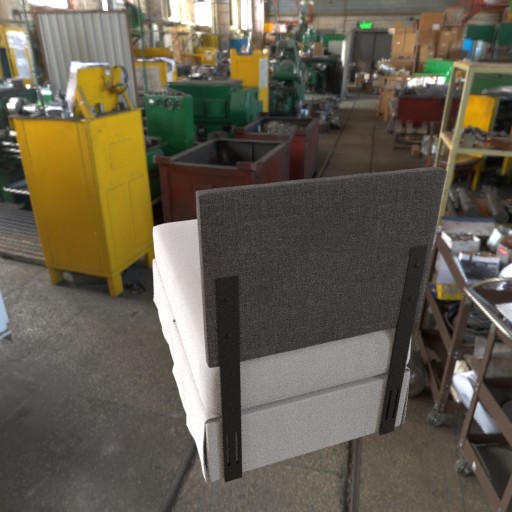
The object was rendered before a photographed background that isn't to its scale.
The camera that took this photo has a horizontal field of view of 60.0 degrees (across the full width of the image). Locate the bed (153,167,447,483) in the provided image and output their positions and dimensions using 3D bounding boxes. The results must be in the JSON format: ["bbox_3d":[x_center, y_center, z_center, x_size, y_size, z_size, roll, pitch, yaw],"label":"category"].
[{"bbox_3d":[0.000,0.000,2.972,1.261,1.571,1.997,-9,27,-17],"label":"bed"}]
